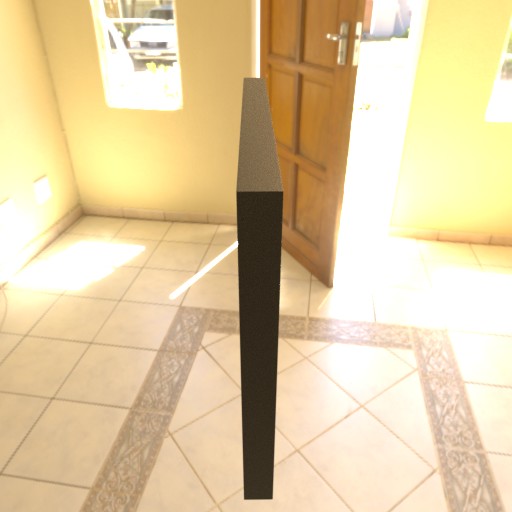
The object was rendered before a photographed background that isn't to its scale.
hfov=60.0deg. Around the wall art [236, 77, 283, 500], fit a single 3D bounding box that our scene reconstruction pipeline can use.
[{"bbox_3d":[0.000,0.000,0.508,0.028,0.321,0.381,0,31,-1],"label":"wall art"}]
